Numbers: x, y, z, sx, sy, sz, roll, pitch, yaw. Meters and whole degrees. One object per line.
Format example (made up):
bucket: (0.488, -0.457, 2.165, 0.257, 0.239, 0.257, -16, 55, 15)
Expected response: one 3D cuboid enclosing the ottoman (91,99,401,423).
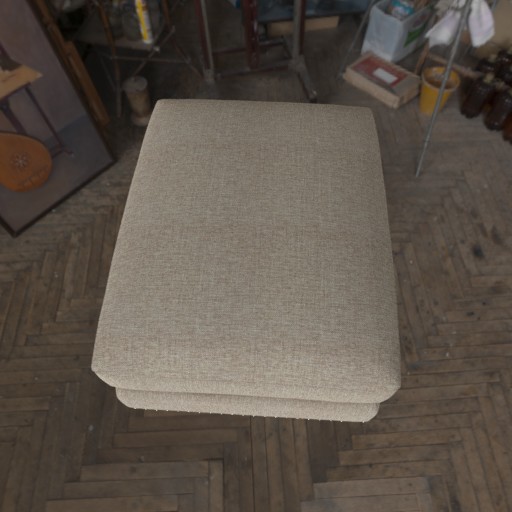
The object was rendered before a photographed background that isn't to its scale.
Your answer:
ottoman: (0.000, 0.000, 1.132, 0.584, 0.513, 0.741, 3, 60, 2)
